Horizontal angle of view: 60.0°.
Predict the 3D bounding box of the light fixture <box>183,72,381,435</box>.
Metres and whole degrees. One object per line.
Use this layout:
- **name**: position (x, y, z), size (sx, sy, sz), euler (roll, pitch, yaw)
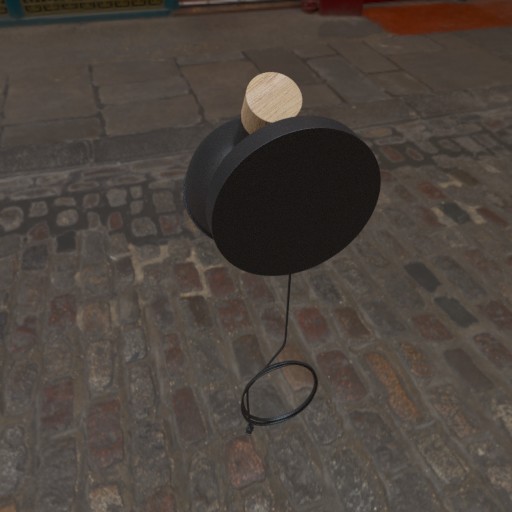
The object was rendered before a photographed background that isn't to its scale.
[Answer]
- **light fixture**: position (0.000, 0.000, 0.471), size (0.127, 0.401, 0.203), euler (-12, 43, -13)
